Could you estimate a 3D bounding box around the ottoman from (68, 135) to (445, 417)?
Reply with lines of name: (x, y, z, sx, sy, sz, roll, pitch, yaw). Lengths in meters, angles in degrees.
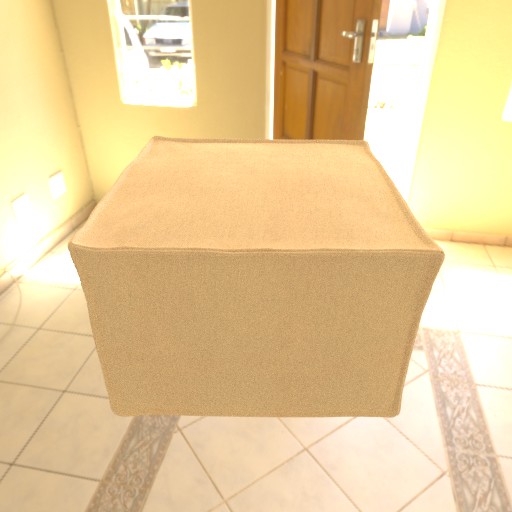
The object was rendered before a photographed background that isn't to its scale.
ottoman: (0.000, 0.000, 1.174, 0.696, 0.470, 0.707, 1, 32, 1)
